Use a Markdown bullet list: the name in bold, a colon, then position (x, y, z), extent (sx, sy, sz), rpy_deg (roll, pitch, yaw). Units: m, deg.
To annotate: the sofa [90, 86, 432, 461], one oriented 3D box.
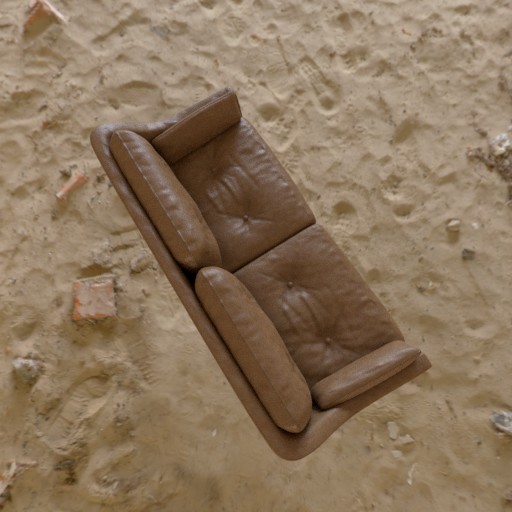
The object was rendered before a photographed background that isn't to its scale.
- **sofa**: position (0.000, 0.000, 2.393), extent (0.904, 0.839, 1.902), rpy_deg (-31, 76, -9)
